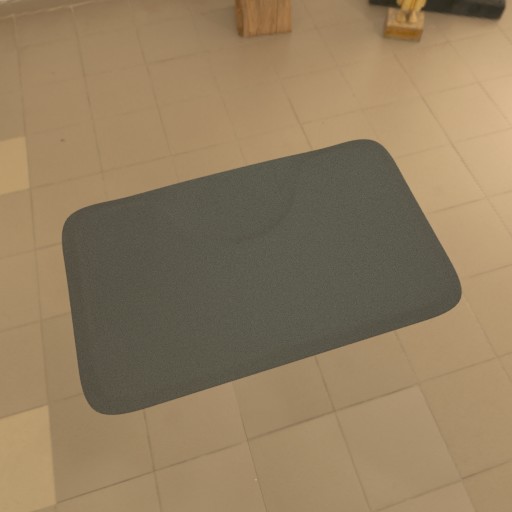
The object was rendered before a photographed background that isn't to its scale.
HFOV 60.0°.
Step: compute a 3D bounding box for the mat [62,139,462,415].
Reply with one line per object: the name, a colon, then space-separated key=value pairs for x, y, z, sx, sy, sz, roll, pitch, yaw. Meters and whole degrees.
mat: x=0.000 y=0.000 z=1.835 sx=1.524 sy=0.013 sz=0.918 roll=-15 pitch=64 yaw=-8
